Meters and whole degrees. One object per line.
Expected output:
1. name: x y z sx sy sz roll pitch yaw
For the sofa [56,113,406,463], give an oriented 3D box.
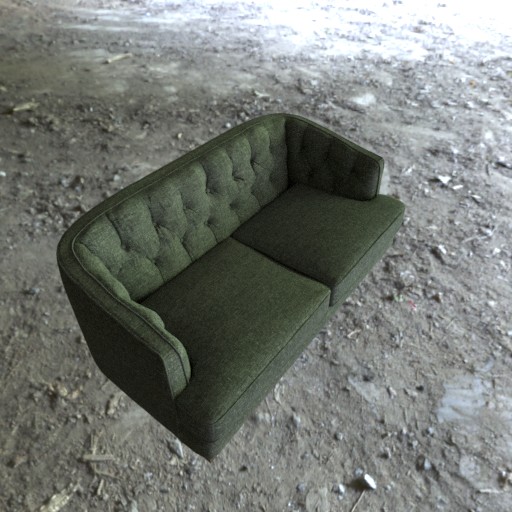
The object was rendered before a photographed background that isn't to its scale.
1. sofa: 0.000 0.000 2.276 0.941 0.855 1.733 27 48 27
